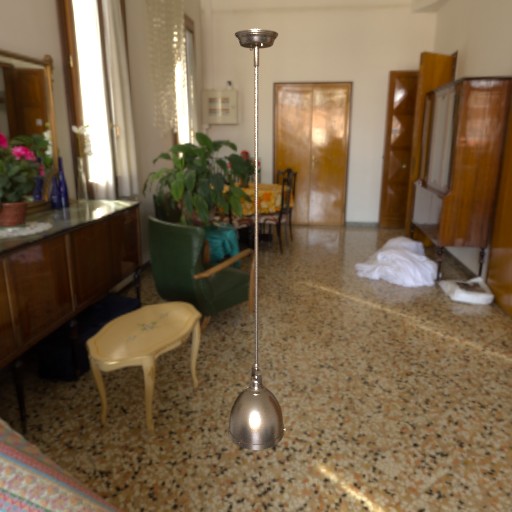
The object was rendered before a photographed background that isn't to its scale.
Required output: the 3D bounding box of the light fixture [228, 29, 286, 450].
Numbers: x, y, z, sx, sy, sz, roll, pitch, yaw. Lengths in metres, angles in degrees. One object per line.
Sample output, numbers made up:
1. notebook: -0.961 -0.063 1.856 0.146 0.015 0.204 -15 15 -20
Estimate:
1. light fixture: 0.000 0.000 1.499 0.211 1.367 0.217 -8 17 -27
